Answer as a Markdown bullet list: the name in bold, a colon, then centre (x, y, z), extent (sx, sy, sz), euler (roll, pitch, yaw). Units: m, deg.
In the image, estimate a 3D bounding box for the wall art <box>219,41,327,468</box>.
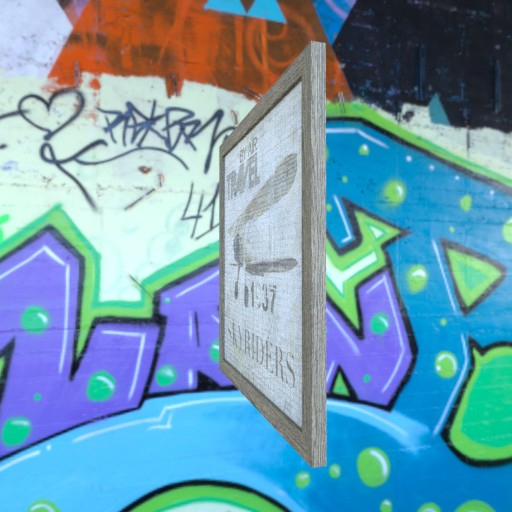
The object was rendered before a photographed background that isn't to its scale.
- **wall art**: centre (0.000, 0.000, 0.772), extent (0.019, 0.508, 0.508), euler (0, -1, -17)
